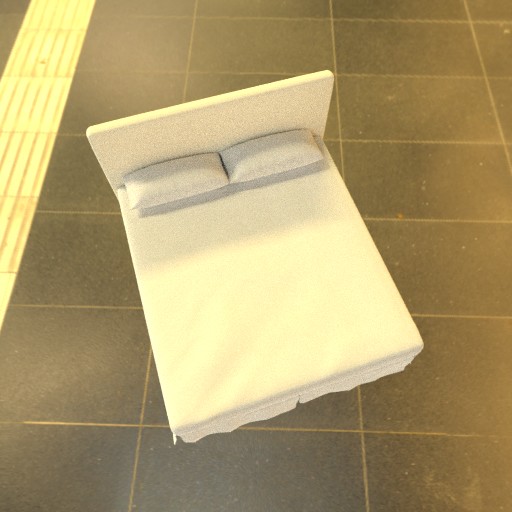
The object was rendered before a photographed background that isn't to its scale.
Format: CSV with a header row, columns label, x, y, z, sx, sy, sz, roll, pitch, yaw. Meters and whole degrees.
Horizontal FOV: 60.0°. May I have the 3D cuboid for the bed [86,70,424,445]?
label,x,y,z,sx,sy,sz,roll,pitch,yaw
bed,0.000,0.000,3.629,2.119,1.317,2.341,-16,65,-8
